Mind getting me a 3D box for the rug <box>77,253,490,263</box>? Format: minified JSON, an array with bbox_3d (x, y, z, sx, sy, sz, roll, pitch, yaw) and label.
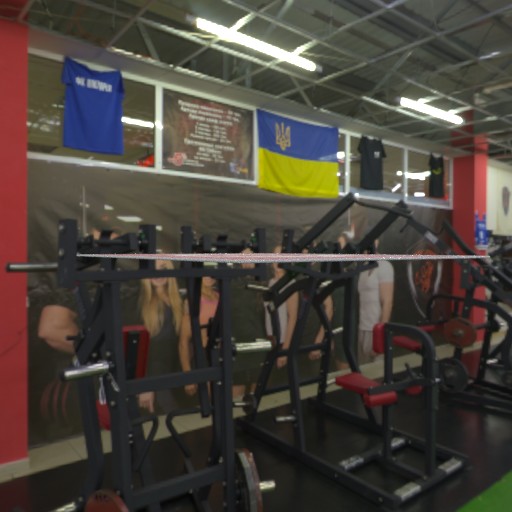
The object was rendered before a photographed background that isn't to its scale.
[{"bbox_3d":[0.000,0.000,4.140,2.447,0.017,3.123,-1,1,-36],"label":"rug"}]
